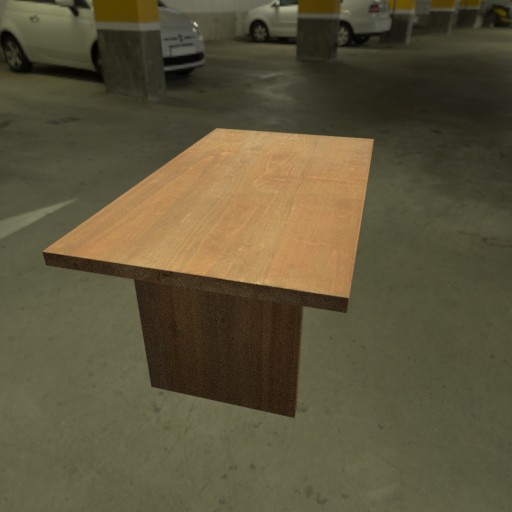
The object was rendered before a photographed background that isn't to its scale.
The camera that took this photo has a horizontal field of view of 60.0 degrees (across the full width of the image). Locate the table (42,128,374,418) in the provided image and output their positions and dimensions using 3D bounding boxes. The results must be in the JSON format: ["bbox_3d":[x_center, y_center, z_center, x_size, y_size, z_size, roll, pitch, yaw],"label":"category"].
[{"bbox_3d":[0.000,0.000,2.142,0.946,0.780,1.609,8,31,13],"label":"table"}]
